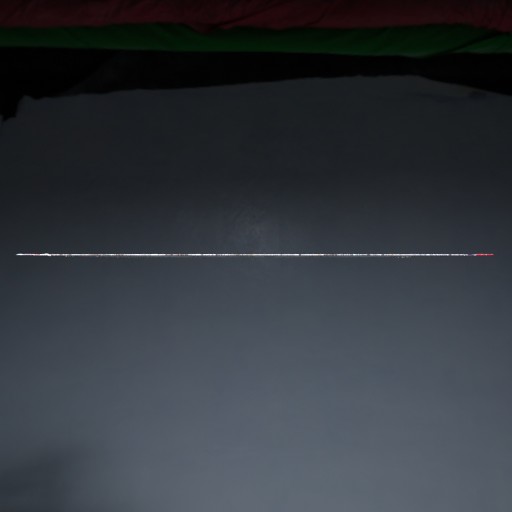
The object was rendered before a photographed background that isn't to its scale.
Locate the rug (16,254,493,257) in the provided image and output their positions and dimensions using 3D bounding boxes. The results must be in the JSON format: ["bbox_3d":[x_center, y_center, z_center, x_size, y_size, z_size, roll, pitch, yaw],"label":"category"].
[{"bbox_3d":[0.000,0.000,2.981,2.465,0.012,1.465,0,-1,0],"label":"rug"}]
